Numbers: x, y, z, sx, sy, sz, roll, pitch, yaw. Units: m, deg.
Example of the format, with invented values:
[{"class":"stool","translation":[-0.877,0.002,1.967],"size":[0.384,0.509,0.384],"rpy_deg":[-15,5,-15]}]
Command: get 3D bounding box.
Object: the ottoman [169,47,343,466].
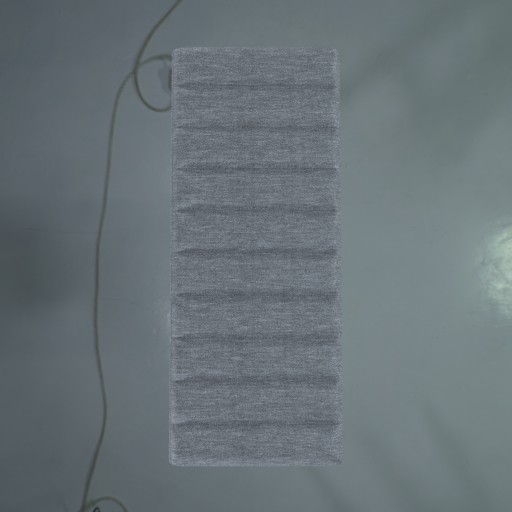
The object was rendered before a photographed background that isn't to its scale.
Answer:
[{"class":"ottoman","translation":[0.000,0.000,1.407],"size":[0.482,0.469,1.151],"rpy_deg":[0,88,0]}]
